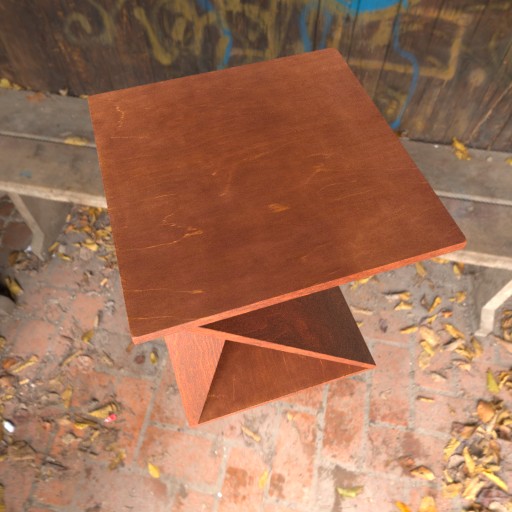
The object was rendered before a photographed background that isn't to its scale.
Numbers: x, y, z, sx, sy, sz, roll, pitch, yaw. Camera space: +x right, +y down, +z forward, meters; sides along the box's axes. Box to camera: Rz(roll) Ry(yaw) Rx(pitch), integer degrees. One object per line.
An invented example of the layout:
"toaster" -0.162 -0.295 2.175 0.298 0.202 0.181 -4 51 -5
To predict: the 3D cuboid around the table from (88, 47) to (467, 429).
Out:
"table" 0.000 0.000 0.854 0.427 0.520 0.427 -15 60 -9
